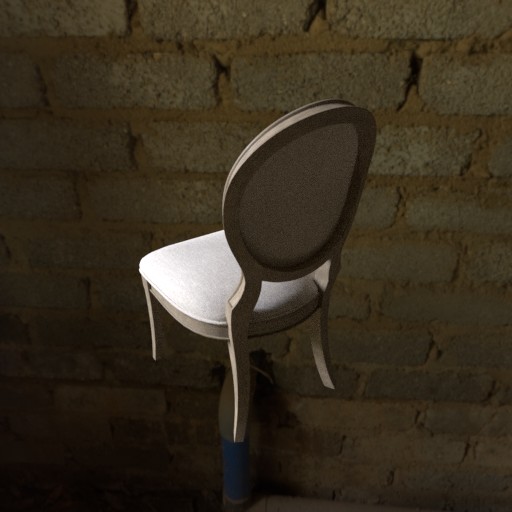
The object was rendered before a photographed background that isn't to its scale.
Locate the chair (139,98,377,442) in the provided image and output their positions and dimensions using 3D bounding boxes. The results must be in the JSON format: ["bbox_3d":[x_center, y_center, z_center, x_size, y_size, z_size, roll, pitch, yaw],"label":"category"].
[{"bbox_3d":[0.000,0.000,1.351,0.558,0.990,0.602,-19,34,-29],"label":"chair"}]
